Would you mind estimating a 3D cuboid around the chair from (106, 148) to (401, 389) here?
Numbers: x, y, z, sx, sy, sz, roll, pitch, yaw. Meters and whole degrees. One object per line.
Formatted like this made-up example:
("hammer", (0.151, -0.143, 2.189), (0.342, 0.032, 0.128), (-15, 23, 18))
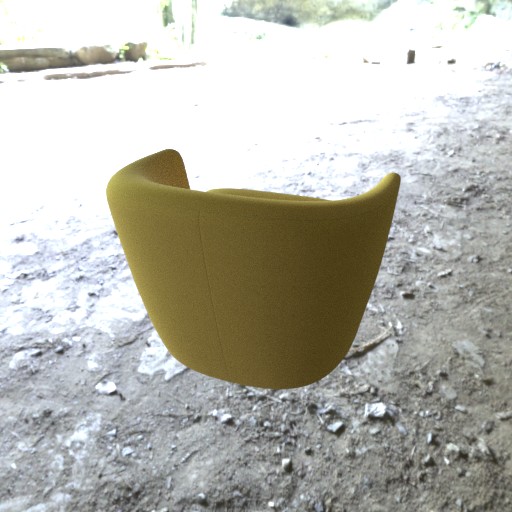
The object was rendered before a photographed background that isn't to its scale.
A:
("chair", (0.000, 0.000, 1.363), (0.773, 0.698, 0.767), (9, 34, 15))
